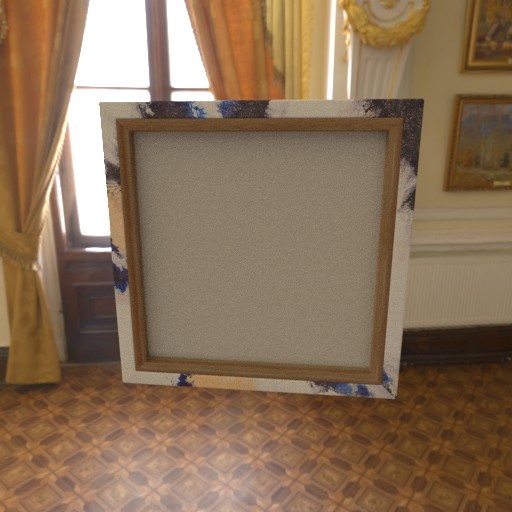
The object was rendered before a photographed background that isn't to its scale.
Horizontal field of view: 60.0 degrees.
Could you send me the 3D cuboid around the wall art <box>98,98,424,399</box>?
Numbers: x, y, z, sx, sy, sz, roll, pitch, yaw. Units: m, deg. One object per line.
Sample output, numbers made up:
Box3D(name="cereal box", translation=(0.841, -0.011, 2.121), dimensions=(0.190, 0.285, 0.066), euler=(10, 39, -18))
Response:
Box3D(name="wall art", translation=(0.000, 0.000, 0.918), dimensions=(0.609, 0.609, 0.039), euler=(2, 15, 6))
